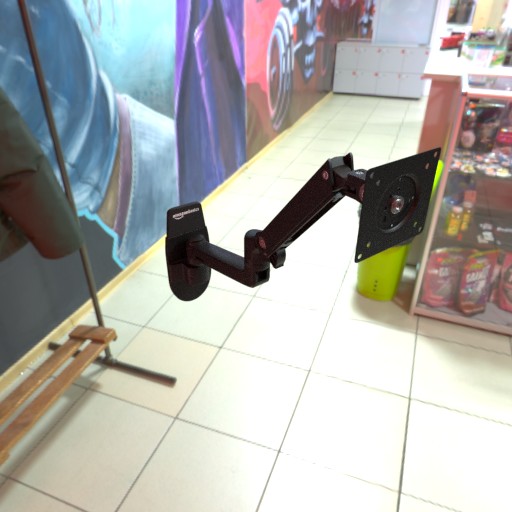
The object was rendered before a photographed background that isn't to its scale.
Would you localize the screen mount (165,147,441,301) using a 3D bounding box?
[{"bbox_3d":[0.000,0.000,0.722,0.115,0.466,0.495,-21,37,-31],"label":"screen mount"}]
